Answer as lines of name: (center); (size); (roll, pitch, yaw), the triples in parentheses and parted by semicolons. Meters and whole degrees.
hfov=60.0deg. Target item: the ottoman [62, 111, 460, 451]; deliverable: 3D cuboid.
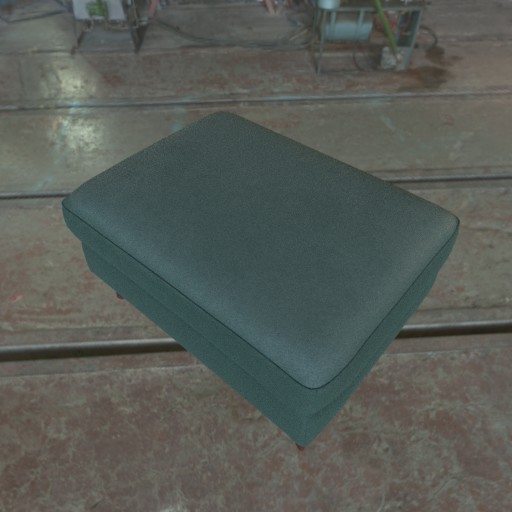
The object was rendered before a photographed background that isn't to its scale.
ottoman: (0.000, 0.000, 1.171); (0.811, 0.449, 0.608); (32, 54, 27)
